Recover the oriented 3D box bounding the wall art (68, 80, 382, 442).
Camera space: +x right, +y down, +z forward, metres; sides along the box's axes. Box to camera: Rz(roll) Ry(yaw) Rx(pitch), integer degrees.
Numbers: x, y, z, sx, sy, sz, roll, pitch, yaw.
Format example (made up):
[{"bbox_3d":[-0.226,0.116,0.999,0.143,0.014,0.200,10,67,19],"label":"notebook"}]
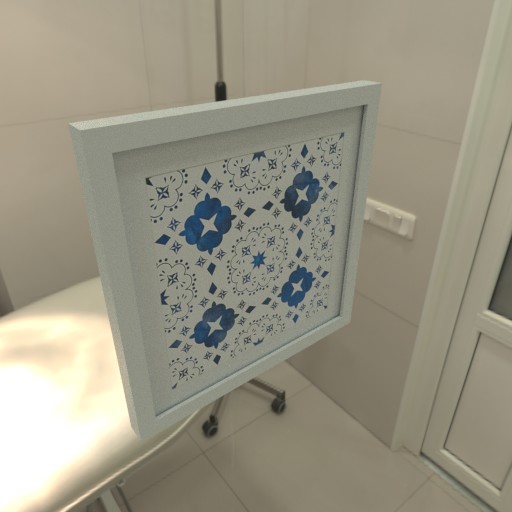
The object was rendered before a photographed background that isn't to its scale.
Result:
[{"bbox_3d":[0.000,0.000,0.523,0.355,0.355,0.027,-21,36,-32],"label":"wall art"}]
